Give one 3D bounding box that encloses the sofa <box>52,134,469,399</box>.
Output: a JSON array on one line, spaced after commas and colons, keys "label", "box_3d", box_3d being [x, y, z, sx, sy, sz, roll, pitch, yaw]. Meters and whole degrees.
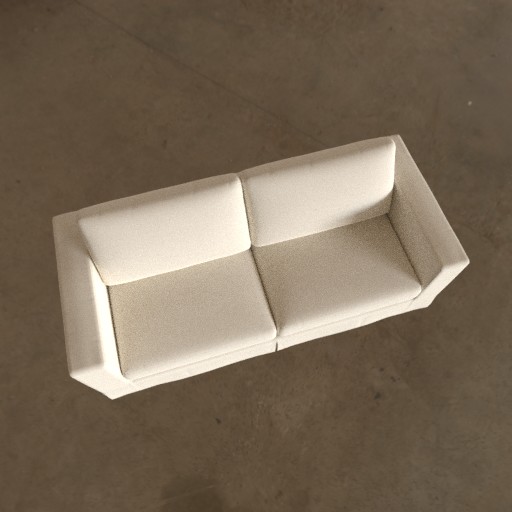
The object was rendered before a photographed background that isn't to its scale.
[{"label": "sofa", "box_3d": [0.000, 0.000, 2.625, 2.163, 0.881, 0.954, -15, 65, -7]}]
